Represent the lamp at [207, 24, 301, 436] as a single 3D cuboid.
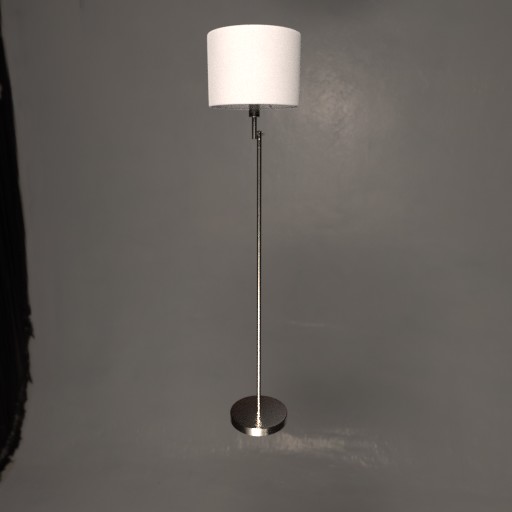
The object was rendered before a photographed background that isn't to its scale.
[{"bbox_3d":[0.000,0.000,1.784,0.324,1.600,0.416,2,15,8],"label":"lamp"}]
